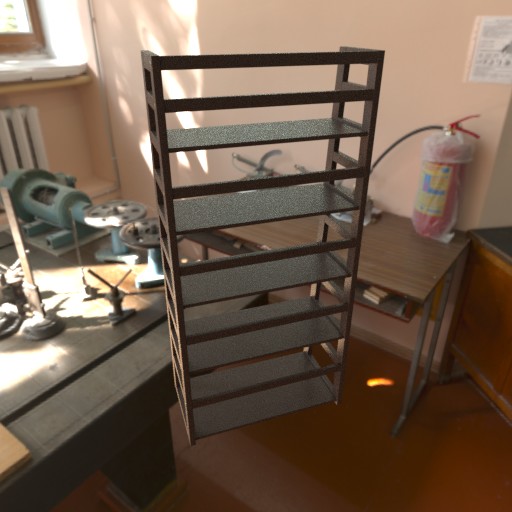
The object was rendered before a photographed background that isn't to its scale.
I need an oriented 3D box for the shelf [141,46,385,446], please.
[{"bbox_3d":[0.000,0.000,1.890,0.763,1.600,0.403,-9,29,-17],"label":"shelf"}]
